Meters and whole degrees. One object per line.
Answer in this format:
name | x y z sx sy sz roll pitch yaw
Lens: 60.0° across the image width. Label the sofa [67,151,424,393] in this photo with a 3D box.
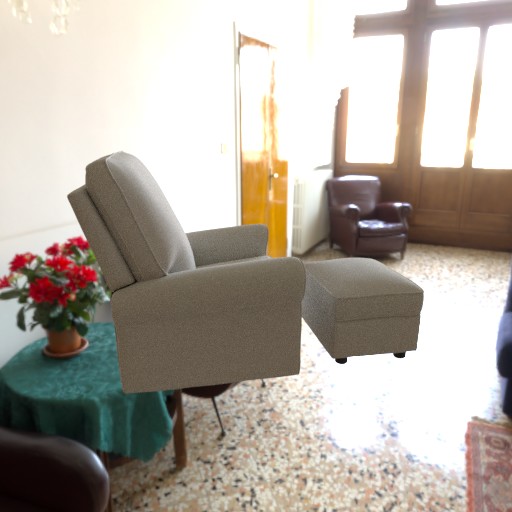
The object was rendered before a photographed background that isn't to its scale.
sofa | 0.000 0.000 2.093 1.478 0.959 0.880 -3 16 -10
